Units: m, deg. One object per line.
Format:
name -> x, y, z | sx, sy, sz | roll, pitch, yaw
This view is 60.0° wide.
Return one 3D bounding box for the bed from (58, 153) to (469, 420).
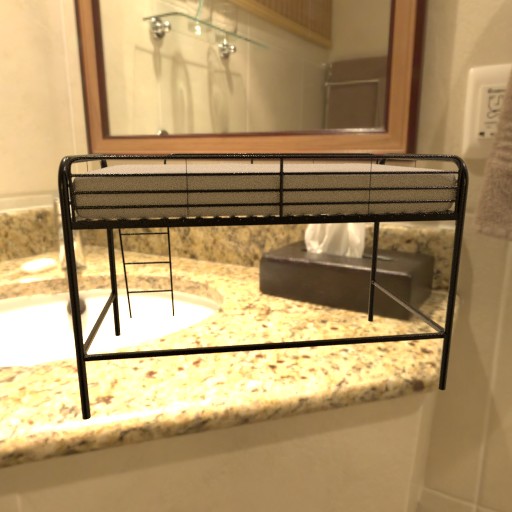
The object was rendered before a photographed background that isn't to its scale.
bed -> 0.000, 0.000, 2.869 | 1.968, 1.289, 1.393 | -2, 14, -8
